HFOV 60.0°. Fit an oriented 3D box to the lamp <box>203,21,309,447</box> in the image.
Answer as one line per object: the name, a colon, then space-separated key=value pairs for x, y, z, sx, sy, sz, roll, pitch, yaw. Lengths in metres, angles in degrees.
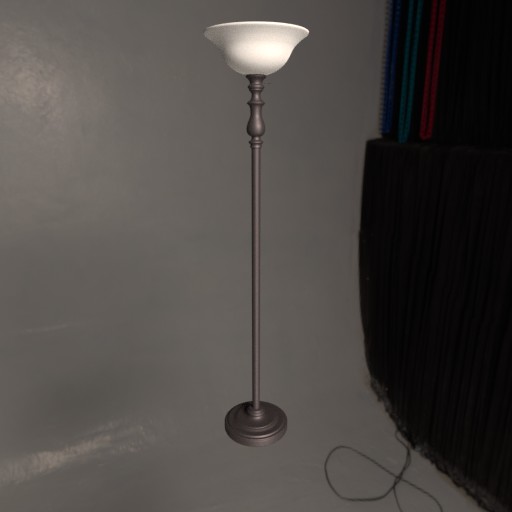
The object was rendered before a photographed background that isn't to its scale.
lamp: x=0.000 y=0.000 z=1.969 sx=0.405 sy=1.797 sz=0.405 roll=-8 pitch=19 yaw=-25
